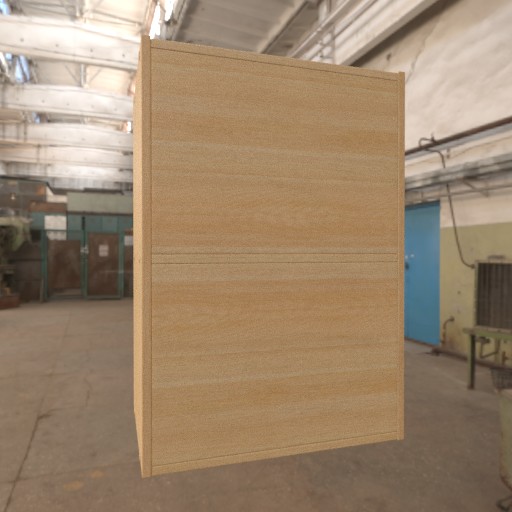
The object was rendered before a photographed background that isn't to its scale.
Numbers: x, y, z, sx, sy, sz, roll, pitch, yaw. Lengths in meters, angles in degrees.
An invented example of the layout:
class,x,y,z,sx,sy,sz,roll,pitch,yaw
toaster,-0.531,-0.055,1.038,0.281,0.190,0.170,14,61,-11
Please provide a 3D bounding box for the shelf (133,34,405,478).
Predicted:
class,x,y,z,sx,sy,sz,roll,pitch,yaw
shelf,0.000,0.000,0.790,0.414,0.592,0.290,0,1,-18
